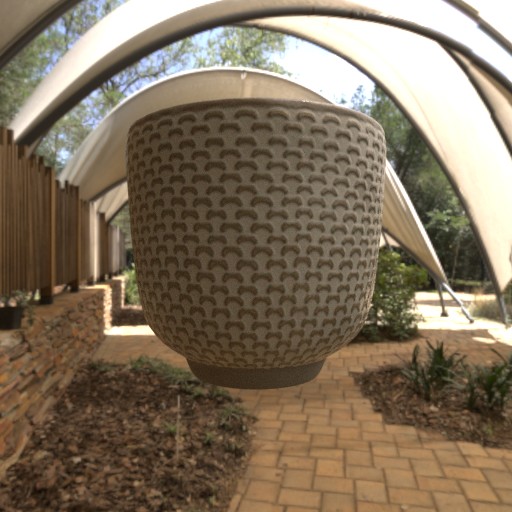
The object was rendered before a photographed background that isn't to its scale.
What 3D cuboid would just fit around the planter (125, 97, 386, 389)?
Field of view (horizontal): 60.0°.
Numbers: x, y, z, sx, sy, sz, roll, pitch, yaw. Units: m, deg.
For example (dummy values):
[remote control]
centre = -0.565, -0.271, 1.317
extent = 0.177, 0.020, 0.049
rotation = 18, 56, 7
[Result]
[planter]
centre = 0.000, 0.000, 0.306
extent = 0.173, 0.160, 0.173
rotation = 0, 0, 0
